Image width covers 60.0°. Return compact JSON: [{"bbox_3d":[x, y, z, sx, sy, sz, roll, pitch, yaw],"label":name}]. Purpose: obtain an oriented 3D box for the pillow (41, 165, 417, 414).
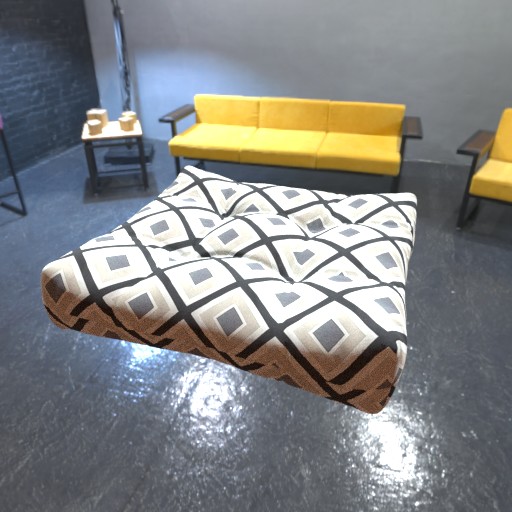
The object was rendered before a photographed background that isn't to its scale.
[{"bbox_3d":[0.000,0.000,0.730,0.490,0.128,0.468,10,32,16],"label":"pillow"}]
